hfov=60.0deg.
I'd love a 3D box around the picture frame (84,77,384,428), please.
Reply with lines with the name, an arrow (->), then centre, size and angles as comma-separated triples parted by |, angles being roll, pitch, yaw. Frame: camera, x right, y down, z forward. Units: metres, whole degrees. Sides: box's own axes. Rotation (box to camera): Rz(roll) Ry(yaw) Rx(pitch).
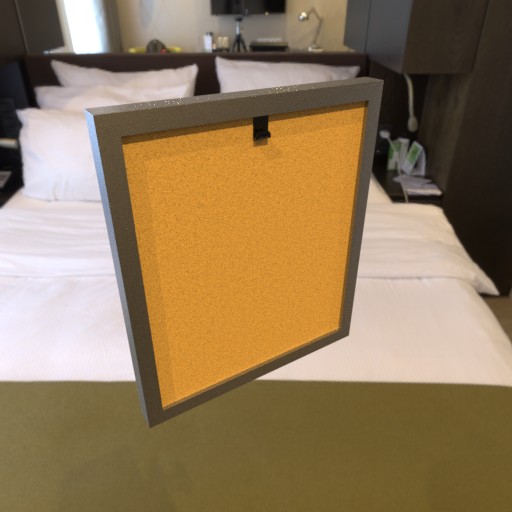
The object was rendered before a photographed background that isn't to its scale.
picture frame -> 0.000, 0.000, 1.375 | 0.839, 0.968, 0.073 | -18, 35, -27
